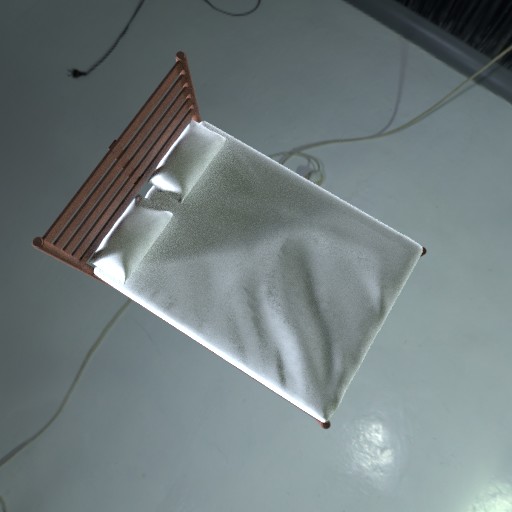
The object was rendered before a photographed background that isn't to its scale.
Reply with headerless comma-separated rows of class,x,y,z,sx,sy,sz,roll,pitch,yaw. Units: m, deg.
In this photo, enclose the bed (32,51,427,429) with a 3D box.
bed,0.000,0.000,3.160,2.093,1.304,1.509,31,79,7
